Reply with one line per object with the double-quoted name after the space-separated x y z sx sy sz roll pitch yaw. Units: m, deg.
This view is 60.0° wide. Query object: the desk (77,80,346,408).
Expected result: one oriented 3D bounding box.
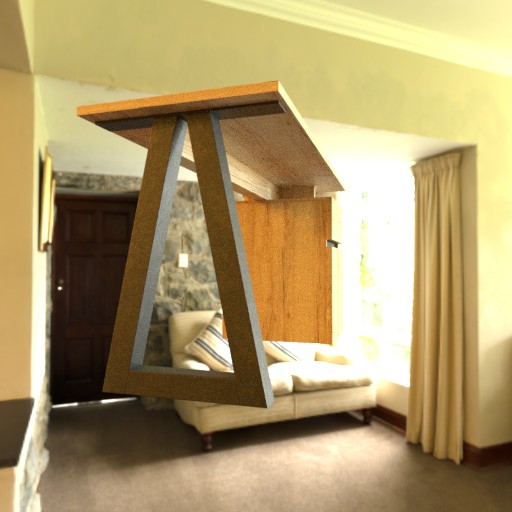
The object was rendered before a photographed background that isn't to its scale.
0.000 0.000 1.745 0.550 0.760 1.400 0 -1 18 "desk"
